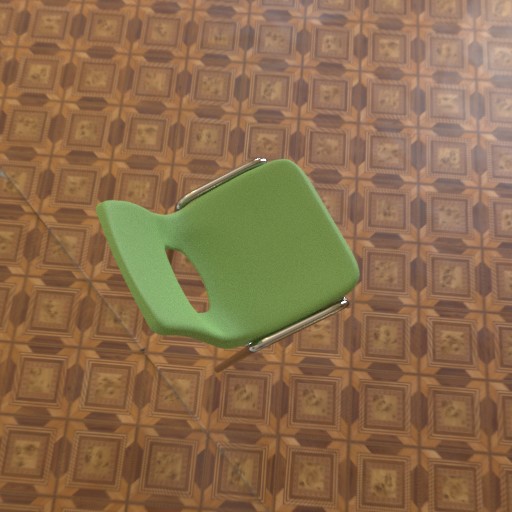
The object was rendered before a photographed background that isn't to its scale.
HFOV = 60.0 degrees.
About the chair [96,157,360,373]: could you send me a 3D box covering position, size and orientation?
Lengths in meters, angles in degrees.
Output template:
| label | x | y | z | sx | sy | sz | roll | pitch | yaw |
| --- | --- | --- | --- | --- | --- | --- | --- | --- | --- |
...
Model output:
| label | x | y | z | sx | sy | sz | roll | pitch | yaw |
| --- | --- | --- | --- | --- | --- | --- | --- | --- | --- |
| chair | 0.000 | 0.000 | 0.973 | 0.436 | 0.704 | 0.381 | -27 | 78 | -6 |
